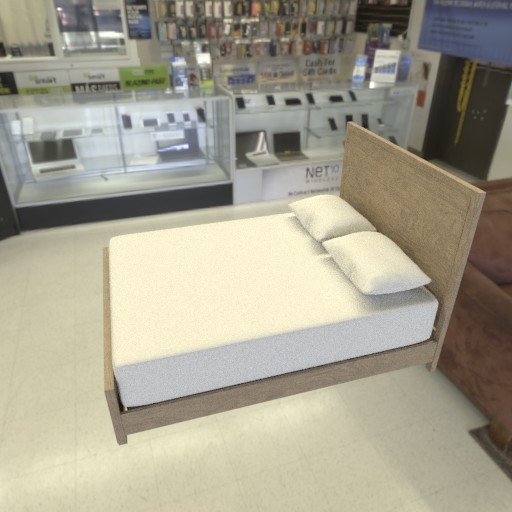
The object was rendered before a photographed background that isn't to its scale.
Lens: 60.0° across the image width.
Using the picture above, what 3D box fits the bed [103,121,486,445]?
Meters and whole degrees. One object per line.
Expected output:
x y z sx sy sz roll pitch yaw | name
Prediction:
0.000 0.000 3.203 2.189 1.369 1.606 -9 32 -14 | bed
